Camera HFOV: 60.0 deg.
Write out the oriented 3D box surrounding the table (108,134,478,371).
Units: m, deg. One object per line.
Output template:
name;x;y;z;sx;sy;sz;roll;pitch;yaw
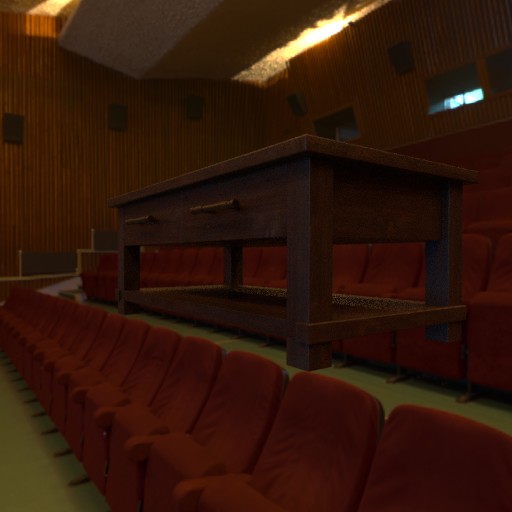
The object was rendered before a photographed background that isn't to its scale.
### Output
table;0.000;0.000;1.606;0.700;0.494;1.270;0;0;-36
